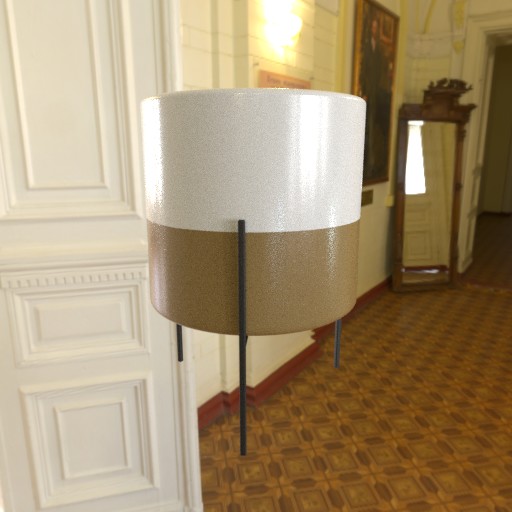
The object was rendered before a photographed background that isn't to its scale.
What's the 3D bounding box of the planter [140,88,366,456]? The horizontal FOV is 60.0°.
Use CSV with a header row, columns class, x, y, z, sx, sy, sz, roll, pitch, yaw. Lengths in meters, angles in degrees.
class,x,y,z,sx,sy,sz,roll,pitch,yaw
planter,0.000,0.000,0.653,0.310,0.432,0.310,-2,14,-10
